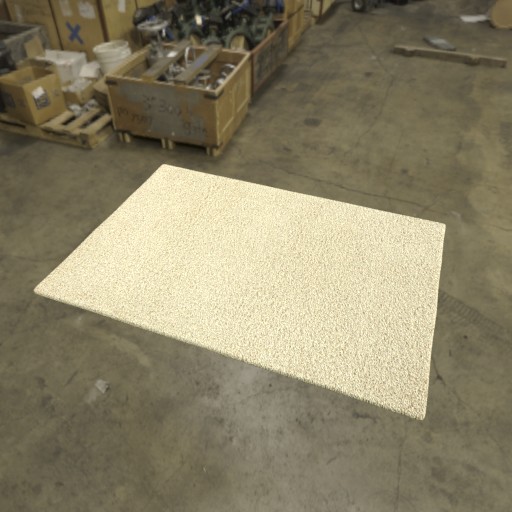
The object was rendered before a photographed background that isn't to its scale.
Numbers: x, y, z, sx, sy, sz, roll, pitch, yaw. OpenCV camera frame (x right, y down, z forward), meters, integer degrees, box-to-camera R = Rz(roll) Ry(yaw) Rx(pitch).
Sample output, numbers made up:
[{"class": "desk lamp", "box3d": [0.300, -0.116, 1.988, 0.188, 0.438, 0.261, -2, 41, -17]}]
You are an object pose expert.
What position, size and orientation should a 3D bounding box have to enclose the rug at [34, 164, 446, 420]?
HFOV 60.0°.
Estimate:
[{"class": "rug", "box3d": [0.000, 0.000, 2.265, 1.778, 0.030, 1.219, 15, 44, 15]}]
